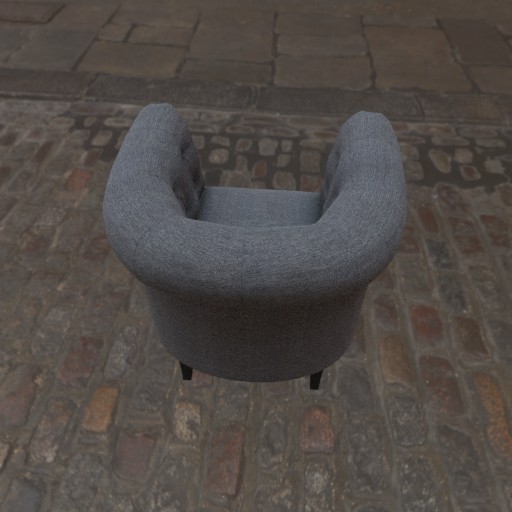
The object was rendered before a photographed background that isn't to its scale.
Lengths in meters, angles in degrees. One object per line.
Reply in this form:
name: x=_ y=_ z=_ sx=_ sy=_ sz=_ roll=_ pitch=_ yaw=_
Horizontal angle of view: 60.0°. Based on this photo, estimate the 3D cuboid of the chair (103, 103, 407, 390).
chair: x=0.000 y=0.000 z=1.570 sx=0.905 sy=0.827 sz=0.852 roll=3 pitch=47 yaw=3
